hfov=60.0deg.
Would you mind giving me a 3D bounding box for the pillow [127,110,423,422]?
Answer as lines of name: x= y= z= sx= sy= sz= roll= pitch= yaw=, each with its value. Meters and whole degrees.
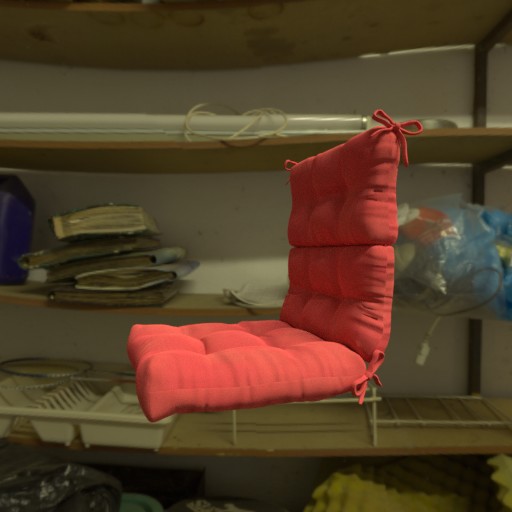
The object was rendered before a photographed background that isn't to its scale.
pillow: x=0.000 y=0.000 z=1.049 sx=0.571 sy=0.605 sz=0.519 roll=0 pitch=0 yaw=-19
